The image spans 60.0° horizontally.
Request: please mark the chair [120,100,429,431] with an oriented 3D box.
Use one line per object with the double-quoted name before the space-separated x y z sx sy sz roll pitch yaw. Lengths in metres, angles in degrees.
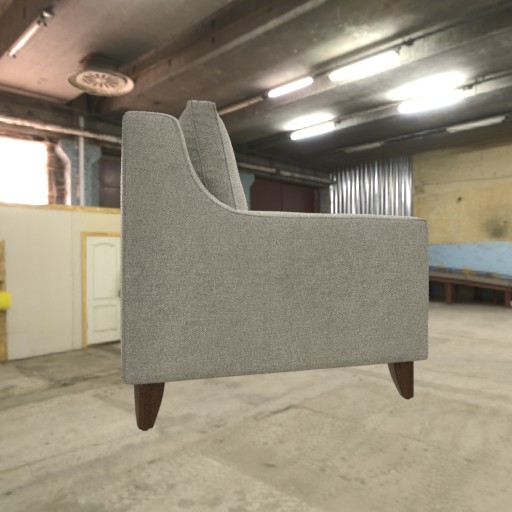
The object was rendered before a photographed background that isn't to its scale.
"chair" 0.000 0.000 1.573 0.918 0.864 0.838 0 0 -17
